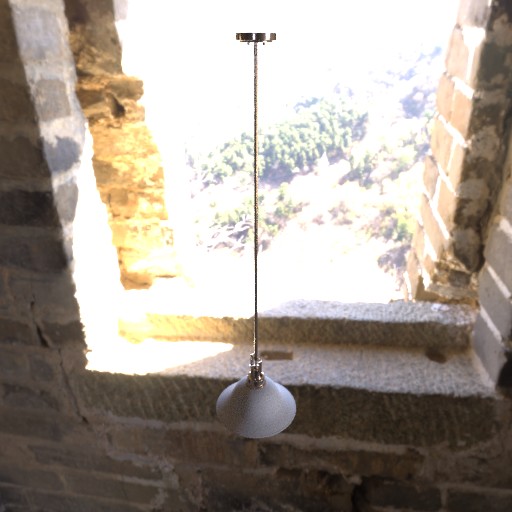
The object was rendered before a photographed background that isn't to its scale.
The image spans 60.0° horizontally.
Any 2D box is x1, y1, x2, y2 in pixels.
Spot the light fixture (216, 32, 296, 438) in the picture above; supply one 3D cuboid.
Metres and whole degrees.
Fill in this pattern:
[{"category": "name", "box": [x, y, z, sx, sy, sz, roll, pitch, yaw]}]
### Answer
[{"category": "light fixture", "box": [0.000, 0.000, 1.504, 0.324, 1.354, 0.324, -18, 31, -32]}]
